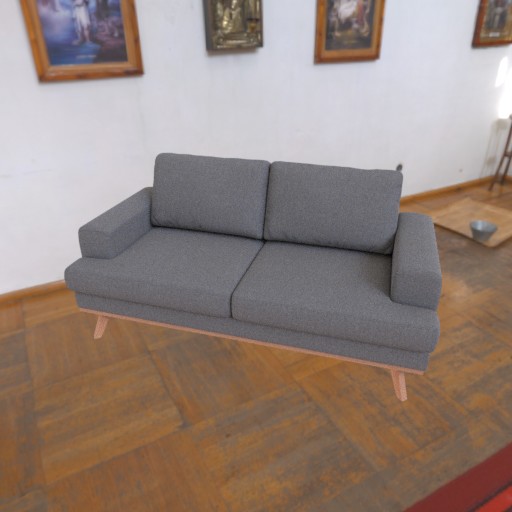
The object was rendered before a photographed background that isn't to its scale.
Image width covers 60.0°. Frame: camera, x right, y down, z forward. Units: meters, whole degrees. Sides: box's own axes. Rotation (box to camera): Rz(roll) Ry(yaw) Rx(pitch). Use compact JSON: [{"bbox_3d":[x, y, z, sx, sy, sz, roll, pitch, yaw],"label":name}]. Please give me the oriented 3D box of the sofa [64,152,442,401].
[{"bbox_3d":[0.000,0.000,2.154,1.650,0.810,0.785,8,28,15],"label":"sofa"}]
